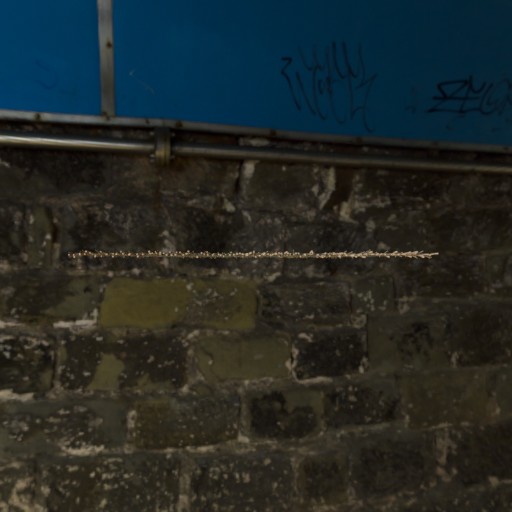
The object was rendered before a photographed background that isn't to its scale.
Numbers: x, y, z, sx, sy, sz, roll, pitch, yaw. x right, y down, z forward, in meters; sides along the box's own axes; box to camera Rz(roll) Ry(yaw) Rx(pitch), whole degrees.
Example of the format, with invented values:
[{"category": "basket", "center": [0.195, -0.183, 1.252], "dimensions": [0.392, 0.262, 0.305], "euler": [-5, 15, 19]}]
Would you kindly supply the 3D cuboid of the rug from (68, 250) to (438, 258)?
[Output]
[{"category": "rug", "center": [0.000, 0.000, 2.360], "dimensions": [1.181, 0.028, 1.936], "euler": [0, 0, 1]}]
